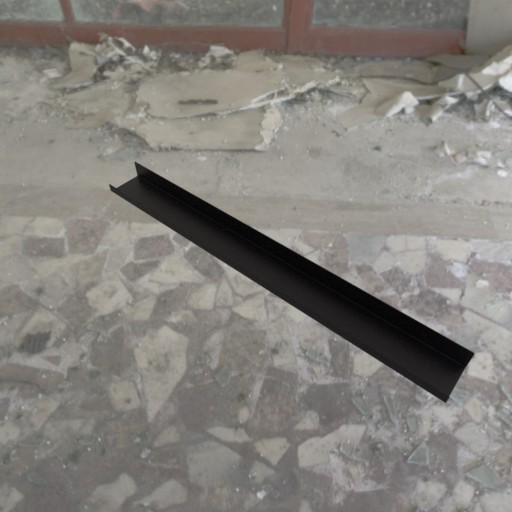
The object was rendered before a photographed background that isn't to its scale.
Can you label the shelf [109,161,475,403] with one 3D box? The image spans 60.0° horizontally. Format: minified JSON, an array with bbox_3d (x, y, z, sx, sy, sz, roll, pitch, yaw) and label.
[{"bbox_3d":[0.000,0.000,0.976,0.924,0.049,0.092,31,53,26],"label":"shelf"}]
